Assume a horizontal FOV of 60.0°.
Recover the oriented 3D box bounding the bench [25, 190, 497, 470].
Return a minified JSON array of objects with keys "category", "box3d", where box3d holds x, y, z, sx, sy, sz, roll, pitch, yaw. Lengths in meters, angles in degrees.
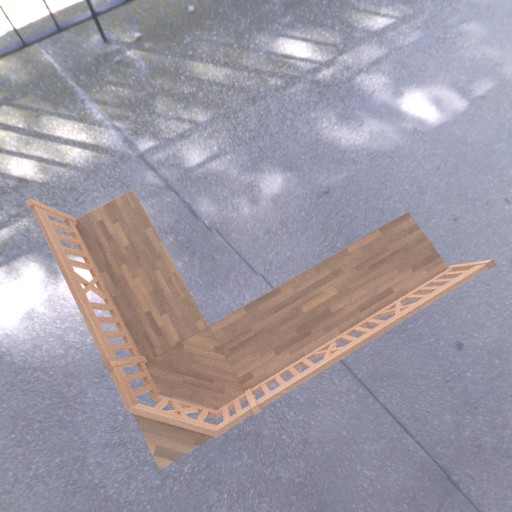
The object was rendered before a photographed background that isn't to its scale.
[{"category":"bench","box3d":[0.000,0.000,2.730,1.937,0.902,1.537,-29,76,-8]}]
